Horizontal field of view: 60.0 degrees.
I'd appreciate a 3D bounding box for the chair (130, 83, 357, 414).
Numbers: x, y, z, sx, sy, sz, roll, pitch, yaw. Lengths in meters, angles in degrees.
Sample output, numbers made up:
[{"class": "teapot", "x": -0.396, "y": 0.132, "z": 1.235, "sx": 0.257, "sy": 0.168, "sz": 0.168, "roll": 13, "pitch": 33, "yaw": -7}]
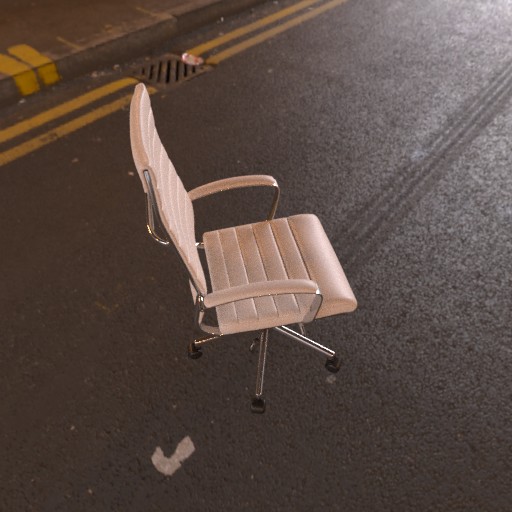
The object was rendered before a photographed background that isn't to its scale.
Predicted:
[{"class": "chair", "x": 0.000, "y": 0.000, "z": 1.599, "sx": 0.679, "sy": 1.149, "sz": 0.679, "roll": -9, "pitch": 47, "yaw": -8}]
